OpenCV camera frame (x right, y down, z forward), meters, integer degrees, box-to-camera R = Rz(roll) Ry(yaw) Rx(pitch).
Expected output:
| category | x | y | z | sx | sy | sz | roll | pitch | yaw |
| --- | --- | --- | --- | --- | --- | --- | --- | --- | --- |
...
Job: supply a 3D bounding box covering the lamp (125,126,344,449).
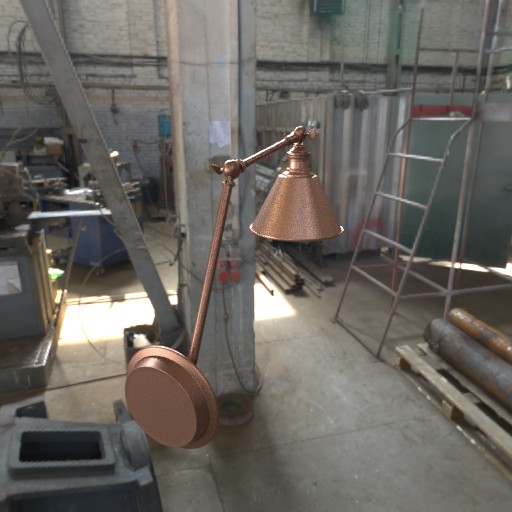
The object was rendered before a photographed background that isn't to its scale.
| category | x | y | z | sx | sy | sz | roll | pitch | yaw |
| --- | --- | --- | --- | --- | --- | --- | --- | --- | --- |
| lamp | 0.000 | 0.000 | 0.901 | 0.223 | 0.502 | 0.624 | 9 | 19 | 27 |
